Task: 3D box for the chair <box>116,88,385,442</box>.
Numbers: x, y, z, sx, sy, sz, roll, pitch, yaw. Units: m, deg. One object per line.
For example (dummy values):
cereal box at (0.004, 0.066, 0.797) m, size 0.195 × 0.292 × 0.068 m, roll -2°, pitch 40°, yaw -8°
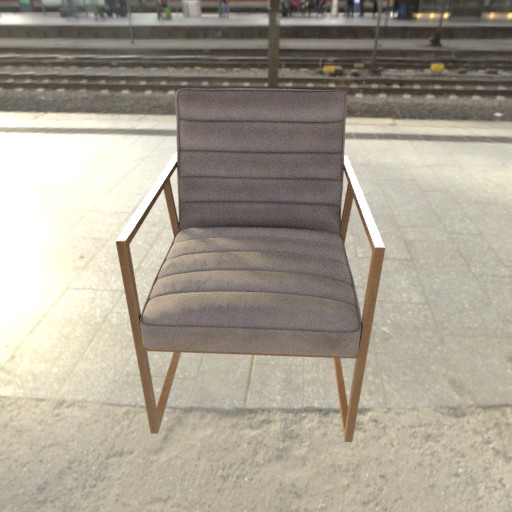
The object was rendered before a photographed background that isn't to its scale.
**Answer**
chair at (0.000, 0.000, 1.313) m, size 0.578 × 0.843 × 0.682 m, roll 2°, pitch 31°, yaw 3°
